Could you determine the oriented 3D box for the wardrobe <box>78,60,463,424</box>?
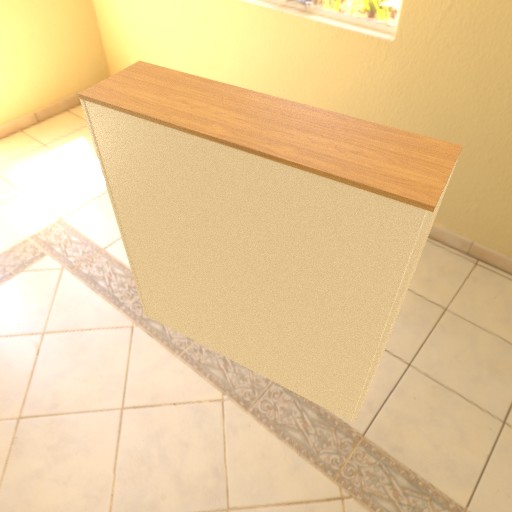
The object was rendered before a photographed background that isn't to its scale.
[{"bbox_3d":[0.000,0.000,3.318,2.160,2.260,0.590,22,50,20],"label":"wardrobe"}]
